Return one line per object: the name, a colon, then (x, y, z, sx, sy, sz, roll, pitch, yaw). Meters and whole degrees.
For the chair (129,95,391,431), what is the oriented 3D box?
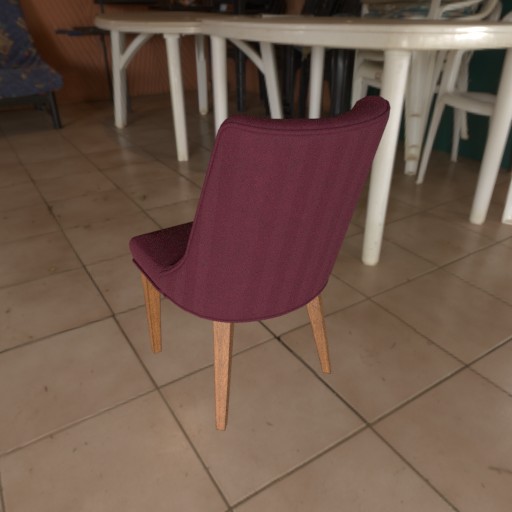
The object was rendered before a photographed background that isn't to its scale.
chair: (0.000, 0.000, 1.291, 0.548, 0.916, 0.638, -18, 34, -29)
